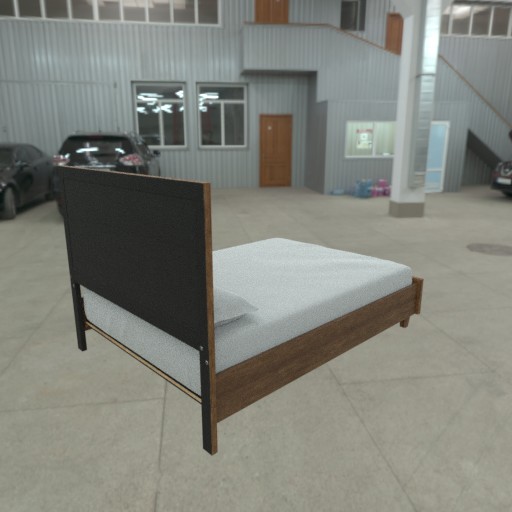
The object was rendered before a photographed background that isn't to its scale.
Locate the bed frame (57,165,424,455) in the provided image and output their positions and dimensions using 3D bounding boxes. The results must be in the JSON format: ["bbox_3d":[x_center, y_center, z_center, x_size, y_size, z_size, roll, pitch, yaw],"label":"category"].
[{"bbox_3d":[0.000,0.000,3.486,2.276,1.417,1.696,-14,20,-42],"label":"bed frame"}]
